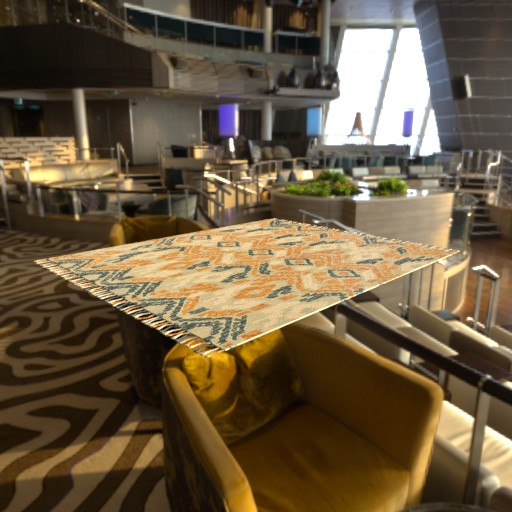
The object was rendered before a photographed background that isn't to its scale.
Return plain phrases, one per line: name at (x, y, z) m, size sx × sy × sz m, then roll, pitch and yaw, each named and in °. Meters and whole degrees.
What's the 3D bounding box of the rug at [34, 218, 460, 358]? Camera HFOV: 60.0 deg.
rug at (0.000, 0.000, 4.030) m, size 3.048 × 0.010 × 2.439 m, roll -14°, pitch 20°, yaw -42°
